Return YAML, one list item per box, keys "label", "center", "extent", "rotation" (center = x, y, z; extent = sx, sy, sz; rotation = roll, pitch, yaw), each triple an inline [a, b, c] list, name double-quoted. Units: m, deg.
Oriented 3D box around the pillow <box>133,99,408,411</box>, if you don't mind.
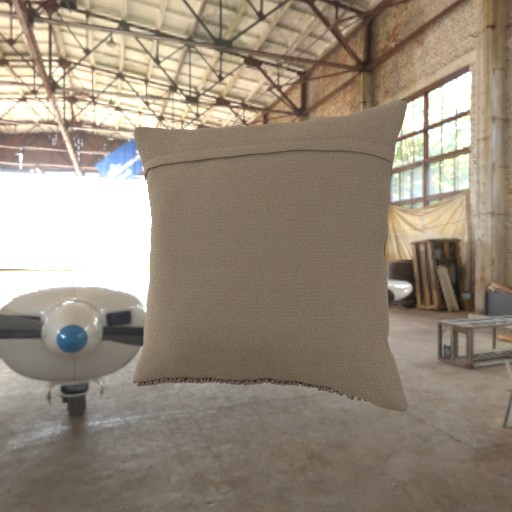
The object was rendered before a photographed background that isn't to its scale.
- label: "pillow"
  center: [0.000, 0.000, 0.732]
  extent: [0.475, 0.473, 0.178]
  rotation: [0, 0, 18]
